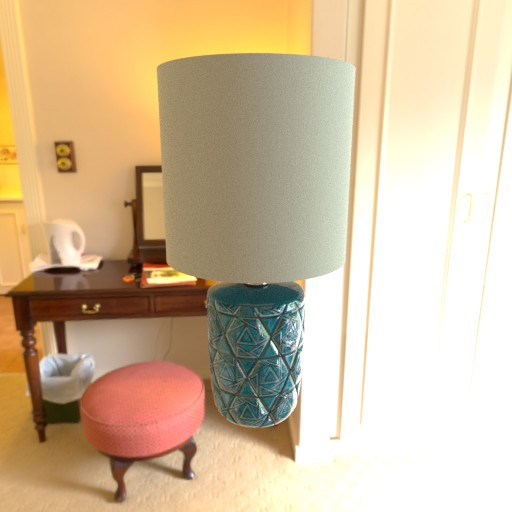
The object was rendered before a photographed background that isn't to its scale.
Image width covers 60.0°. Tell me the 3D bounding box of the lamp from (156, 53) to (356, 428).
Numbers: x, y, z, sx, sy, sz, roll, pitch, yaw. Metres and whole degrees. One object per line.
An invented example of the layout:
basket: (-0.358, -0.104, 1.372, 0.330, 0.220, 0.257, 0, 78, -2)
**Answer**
lamp: (0.000, 0.000, 0.486, 0.193, 0.377, 0.193, -13, 19, -41)
